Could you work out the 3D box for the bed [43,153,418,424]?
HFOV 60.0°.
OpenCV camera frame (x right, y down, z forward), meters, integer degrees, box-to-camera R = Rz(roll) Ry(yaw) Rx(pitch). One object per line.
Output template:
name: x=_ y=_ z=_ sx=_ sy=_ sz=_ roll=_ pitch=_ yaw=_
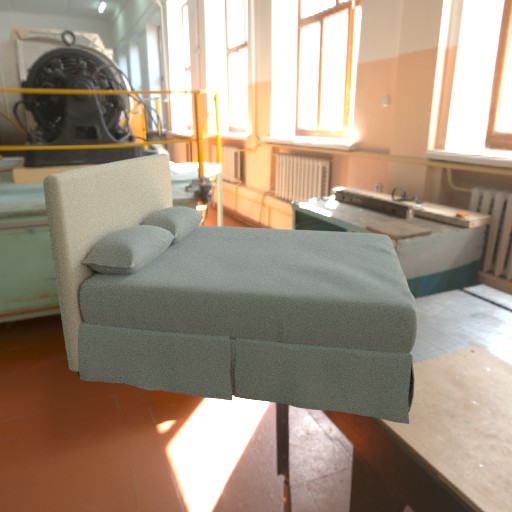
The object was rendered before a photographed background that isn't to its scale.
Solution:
bed: x=0.000 y=0.000 z=3.238 sx=2.142 sy=1.330 sz=1.748 roll=3 pitch=18 yaw=11
